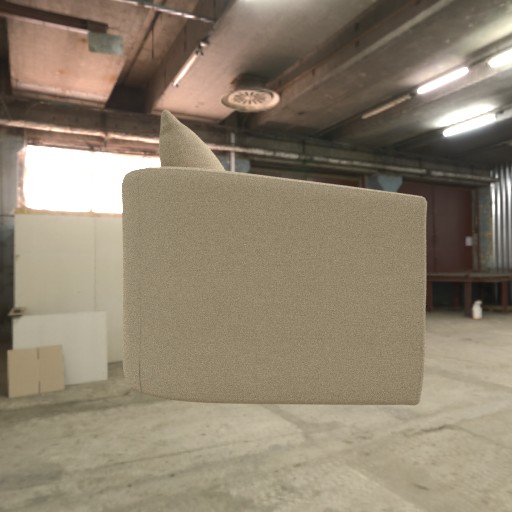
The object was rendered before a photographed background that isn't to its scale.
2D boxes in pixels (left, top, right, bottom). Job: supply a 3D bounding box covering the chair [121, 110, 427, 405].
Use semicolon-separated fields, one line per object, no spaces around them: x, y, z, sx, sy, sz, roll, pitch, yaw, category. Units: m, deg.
0.000;0.000;1.562;0.910;0.848;0.845;0;-1;1;chair
